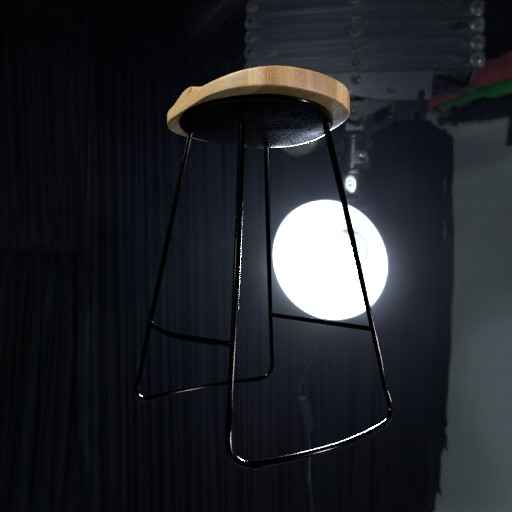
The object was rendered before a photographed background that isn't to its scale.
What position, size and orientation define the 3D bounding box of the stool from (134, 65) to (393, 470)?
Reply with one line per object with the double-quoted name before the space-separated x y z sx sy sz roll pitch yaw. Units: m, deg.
"stool" 0.000 0.000 0.963 0.401 0.679 0.480 1 -2 -35
